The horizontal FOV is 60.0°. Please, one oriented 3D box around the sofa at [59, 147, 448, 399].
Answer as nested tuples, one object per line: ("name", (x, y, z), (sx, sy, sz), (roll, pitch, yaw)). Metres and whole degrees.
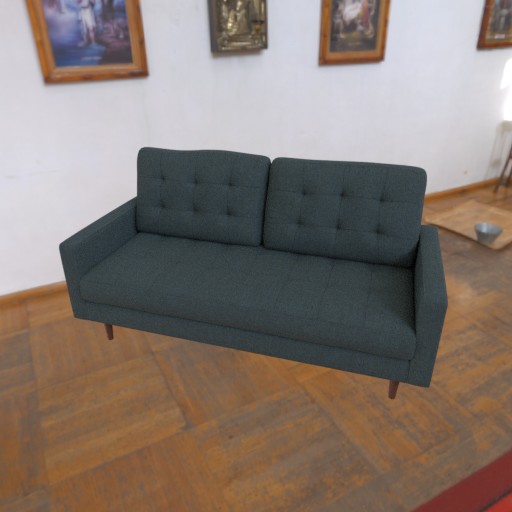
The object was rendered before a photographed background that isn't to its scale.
("sofa", (0.000, 0.000, 2.602), (2.010, 1.050, 0.966), (8, 28, 15))
